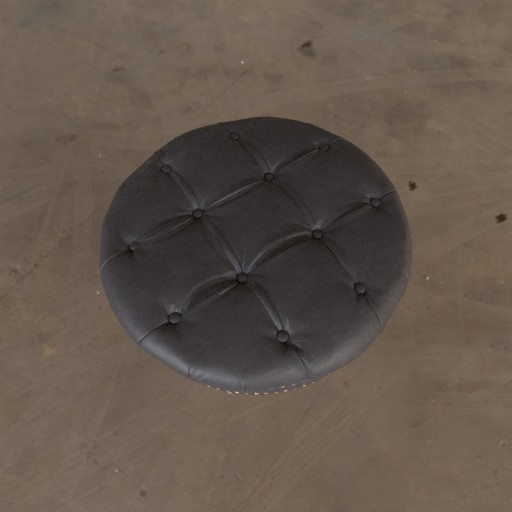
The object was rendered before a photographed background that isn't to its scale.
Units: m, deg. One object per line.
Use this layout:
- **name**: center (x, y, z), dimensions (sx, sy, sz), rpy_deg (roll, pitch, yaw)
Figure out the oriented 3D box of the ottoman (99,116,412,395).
- **ottoman**: center (0.000, 0.000, 1.416), dimensions (0.901, 0.439, 0.901), rpy_deg (0, 62, 0)
